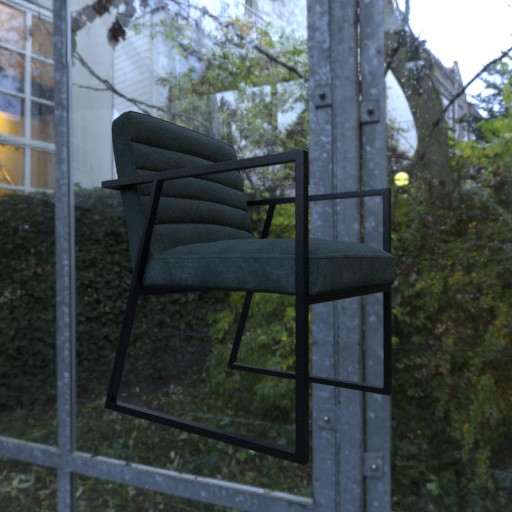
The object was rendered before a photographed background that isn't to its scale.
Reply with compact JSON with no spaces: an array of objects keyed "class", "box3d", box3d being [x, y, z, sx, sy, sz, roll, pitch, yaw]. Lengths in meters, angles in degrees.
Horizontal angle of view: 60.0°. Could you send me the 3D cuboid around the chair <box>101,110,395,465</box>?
[{"class":"chair","box3d":[0.000,0.000,1.279,0.677,0.833,0.571,-1,-1,34]}]
